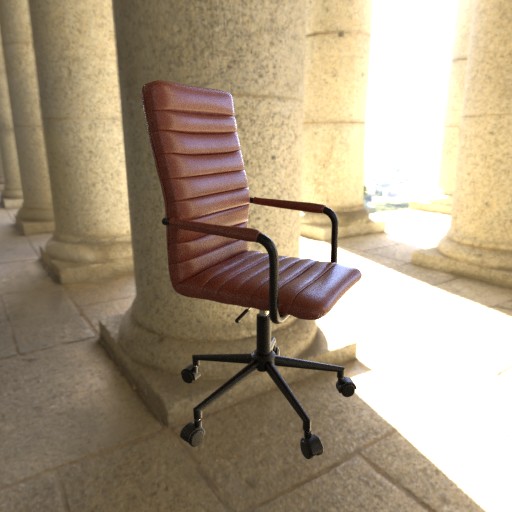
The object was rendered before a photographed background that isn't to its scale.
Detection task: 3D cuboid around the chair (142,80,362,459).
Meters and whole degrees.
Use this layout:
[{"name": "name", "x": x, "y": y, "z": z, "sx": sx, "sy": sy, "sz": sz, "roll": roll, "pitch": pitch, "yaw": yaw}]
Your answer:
[{"name": "chair", "x": 0.000, "y": 0.000, "z": 1.332, "sx": 0.580, "sy": 0.979, "sz": 0.608, "roll": 8, "pitch": 17, "yaw": 27}]
